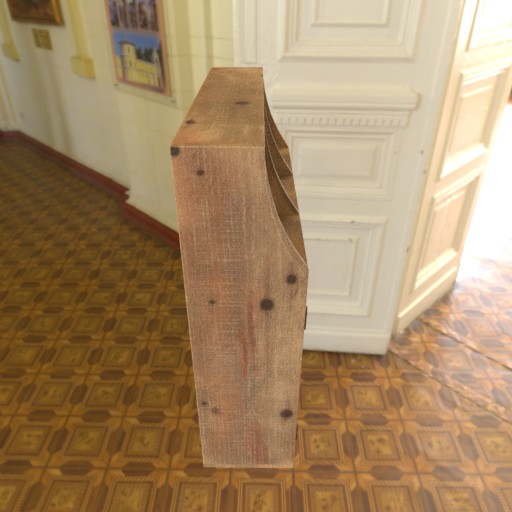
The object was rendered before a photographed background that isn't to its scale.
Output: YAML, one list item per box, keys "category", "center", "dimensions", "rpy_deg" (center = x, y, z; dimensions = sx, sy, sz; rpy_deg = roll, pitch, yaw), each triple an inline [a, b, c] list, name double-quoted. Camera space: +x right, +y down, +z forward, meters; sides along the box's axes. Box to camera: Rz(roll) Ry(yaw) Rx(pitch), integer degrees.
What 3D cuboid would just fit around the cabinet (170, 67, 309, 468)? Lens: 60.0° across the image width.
- category: "cabinet"
  center: [0.000, 0.000, 0.844]
  dimensions: [0.184, 0.590, 0.489]
  rpy_deg: [0, 32, 0]
